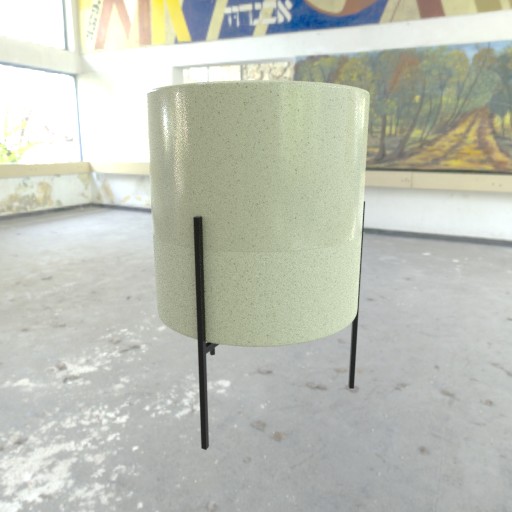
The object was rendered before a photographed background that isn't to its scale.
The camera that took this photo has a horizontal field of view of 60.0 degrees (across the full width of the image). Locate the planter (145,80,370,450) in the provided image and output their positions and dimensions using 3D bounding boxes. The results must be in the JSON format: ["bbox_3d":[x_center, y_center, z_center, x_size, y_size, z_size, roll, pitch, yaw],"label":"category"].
[{"bbox_3d":[0.000,0.000,0.690,0.314,0.475,0.323,7,16,26],"label":"planter"}]
